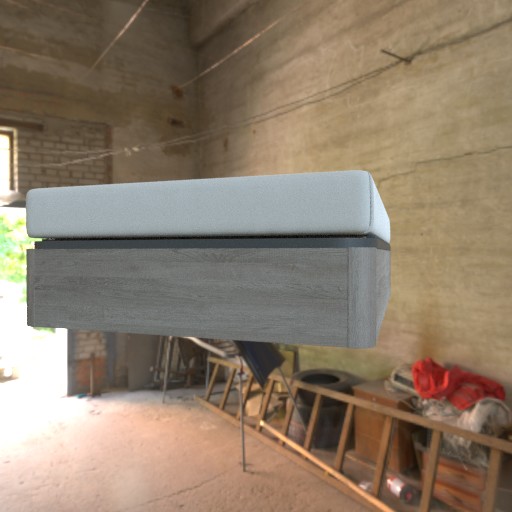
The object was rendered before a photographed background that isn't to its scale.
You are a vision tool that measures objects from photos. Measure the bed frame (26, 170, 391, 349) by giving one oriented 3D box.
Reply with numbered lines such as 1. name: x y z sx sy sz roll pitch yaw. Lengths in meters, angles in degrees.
1. bed frame: 0.000 0.000 2.477 1.400 0.561 1.900 0 0 18
